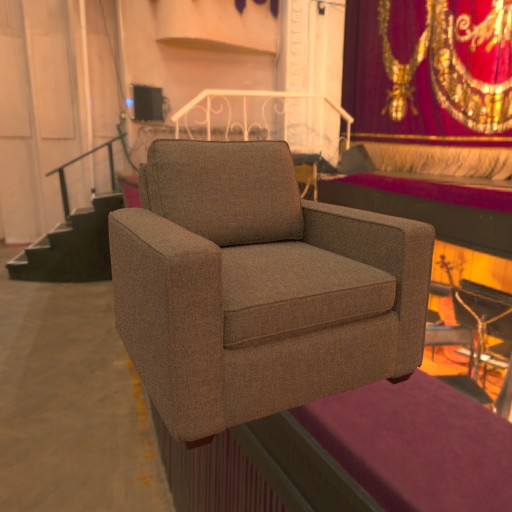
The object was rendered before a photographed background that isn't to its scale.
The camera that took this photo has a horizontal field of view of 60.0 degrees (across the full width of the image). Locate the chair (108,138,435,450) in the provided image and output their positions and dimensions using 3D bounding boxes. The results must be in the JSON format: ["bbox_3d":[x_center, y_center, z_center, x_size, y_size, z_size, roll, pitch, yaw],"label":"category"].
[{"bbox_3d":[0.000,0.000,1.779,1.016,0.914,0.940,-7,16,-26],"label":"chair"}]
